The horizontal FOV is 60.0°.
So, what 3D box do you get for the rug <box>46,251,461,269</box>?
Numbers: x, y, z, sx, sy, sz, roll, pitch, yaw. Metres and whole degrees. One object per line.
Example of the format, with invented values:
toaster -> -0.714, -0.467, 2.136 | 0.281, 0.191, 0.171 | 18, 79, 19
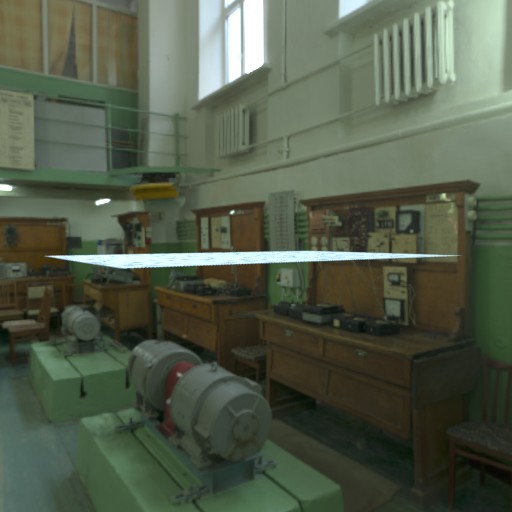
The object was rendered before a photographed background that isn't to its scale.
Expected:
rug -> 0.000, 0.000, 2.323 | 1.835, 0.003, 1.206 | -1, 3, -35
